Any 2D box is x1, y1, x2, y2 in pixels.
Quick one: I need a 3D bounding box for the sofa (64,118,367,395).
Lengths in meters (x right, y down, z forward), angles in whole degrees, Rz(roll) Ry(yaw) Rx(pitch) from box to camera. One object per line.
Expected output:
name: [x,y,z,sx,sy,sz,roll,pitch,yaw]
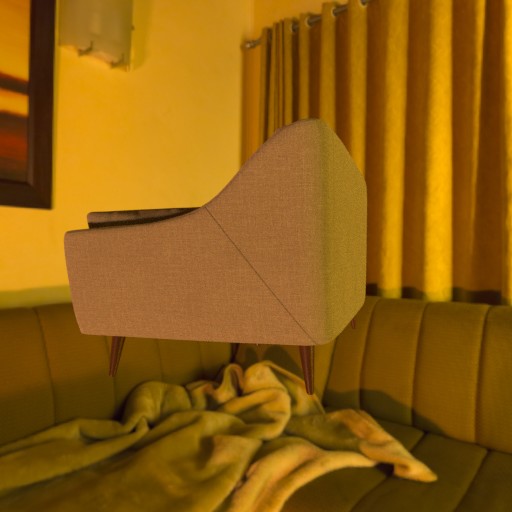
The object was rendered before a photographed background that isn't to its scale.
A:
sofa: [0.000,0.000,2.182,0.965,0.888,1.652,0,1,19]
